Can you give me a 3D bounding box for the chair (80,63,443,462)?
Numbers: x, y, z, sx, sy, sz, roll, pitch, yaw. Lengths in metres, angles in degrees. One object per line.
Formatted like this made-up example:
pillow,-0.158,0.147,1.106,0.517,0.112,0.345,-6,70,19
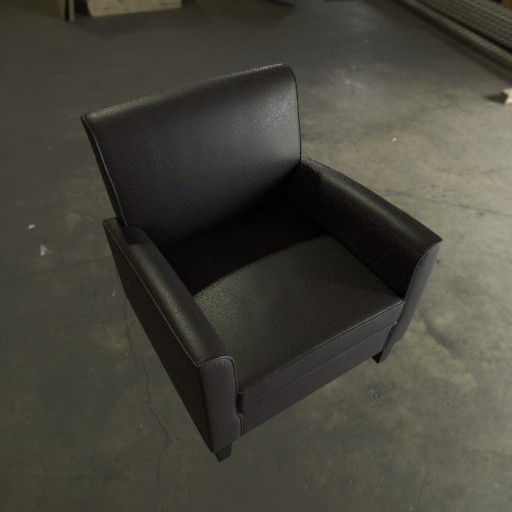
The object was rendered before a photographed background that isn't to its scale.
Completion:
chair,0.000,0.000,1.512,0.820,0.916,0.819,-24,50,-22
